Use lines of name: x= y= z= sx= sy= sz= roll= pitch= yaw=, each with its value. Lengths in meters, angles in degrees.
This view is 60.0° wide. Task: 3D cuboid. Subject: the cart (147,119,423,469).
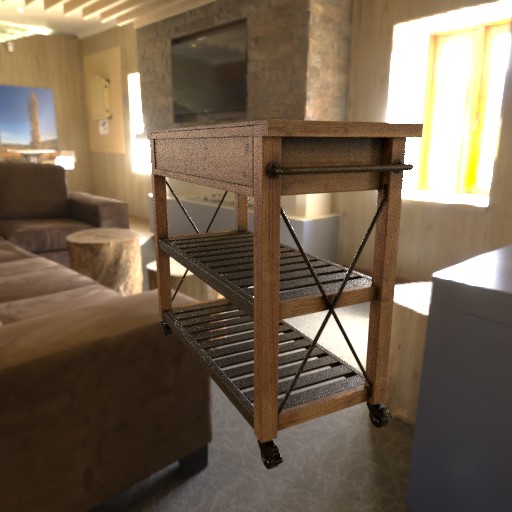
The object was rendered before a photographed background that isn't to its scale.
cart: x=0.000 y=0.000 z=0.998 sx=0.298 sy=0.554 sz=0.686 roll=-7 pitch=16 yaw=-26
